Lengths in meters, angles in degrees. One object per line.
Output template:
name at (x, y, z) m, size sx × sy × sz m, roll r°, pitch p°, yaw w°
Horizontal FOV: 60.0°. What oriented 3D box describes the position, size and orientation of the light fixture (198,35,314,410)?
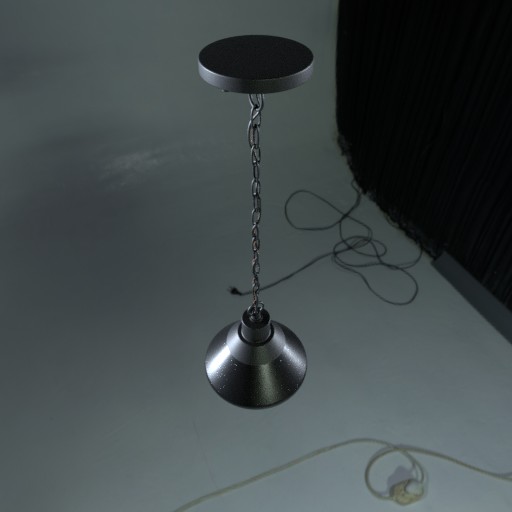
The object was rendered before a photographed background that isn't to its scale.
light fixture at (0.000, 0.000, 0.667) m, size 0.201 × 0.588 × 0.201 m, roll -22°, pitch 49°, yaw -20°
